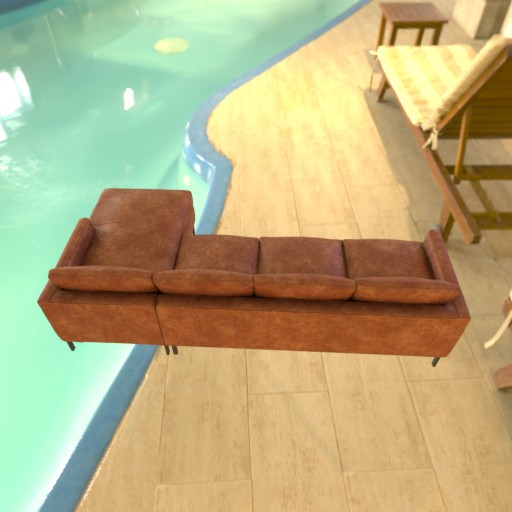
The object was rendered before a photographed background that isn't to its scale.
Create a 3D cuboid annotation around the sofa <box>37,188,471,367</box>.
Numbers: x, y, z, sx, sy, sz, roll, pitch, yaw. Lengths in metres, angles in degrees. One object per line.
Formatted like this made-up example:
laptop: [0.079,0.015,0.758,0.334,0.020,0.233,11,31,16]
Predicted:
sofa: [0.000,0.000,3.677,2.993,0.859,1.471,2,46,2]
